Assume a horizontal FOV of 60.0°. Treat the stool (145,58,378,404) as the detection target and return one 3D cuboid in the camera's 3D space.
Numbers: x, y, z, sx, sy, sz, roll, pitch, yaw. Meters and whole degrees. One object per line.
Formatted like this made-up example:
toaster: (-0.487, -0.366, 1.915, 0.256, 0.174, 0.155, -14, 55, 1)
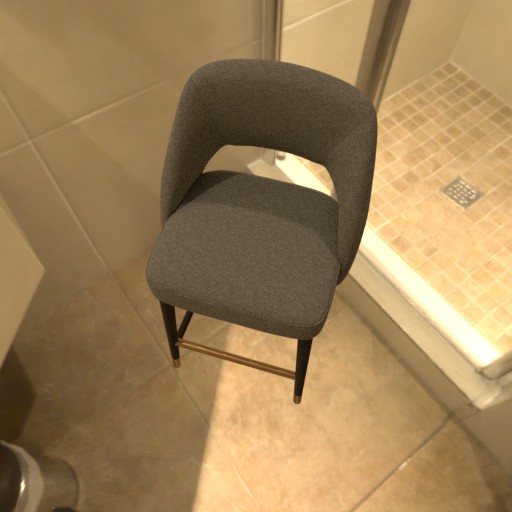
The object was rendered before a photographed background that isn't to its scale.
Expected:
stool: (0.000, 0.000, 1.281, 0.536, 0.925, 0.524, 14, 60, 8)
